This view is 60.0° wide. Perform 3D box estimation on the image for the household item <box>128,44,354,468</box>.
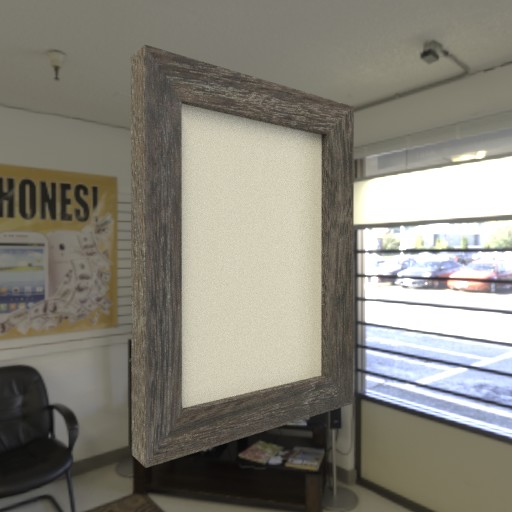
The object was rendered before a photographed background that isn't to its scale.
[{"bbox_3d":[0.000,0.000,0.236,0.133,0.180,0.020,0,1,-37],"label":"household item"}]
